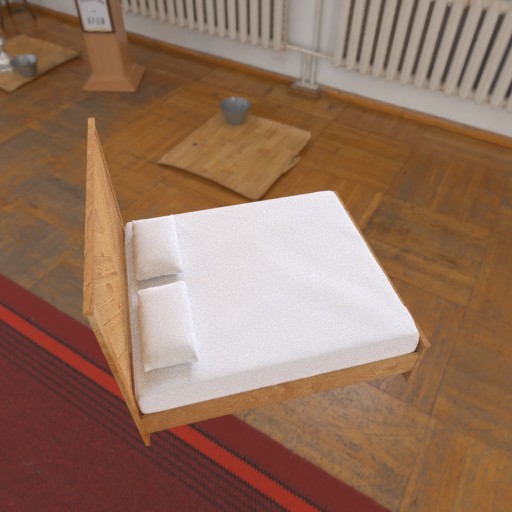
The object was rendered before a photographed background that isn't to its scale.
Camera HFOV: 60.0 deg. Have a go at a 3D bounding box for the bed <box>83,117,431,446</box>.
[{"bbox_3d":[0.000,0.000,4.109,2.530,1.938,2.225,-10,47,-10],"label":"bed"}]
